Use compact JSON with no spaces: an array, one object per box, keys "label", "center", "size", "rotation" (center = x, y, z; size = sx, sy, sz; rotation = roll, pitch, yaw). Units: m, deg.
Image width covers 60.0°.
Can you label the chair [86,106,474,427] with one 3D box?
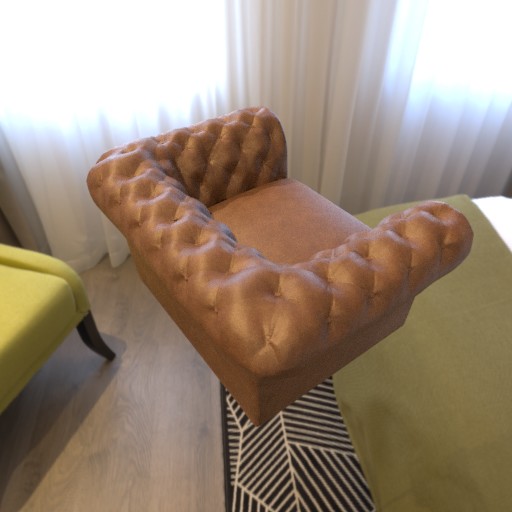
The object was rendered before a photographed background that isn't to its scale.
[{"label":"chair","center":[0.000,0.000,1.867],"size":[0.954,0.784,1.298],"rotation":[-26,47,-27]}]
